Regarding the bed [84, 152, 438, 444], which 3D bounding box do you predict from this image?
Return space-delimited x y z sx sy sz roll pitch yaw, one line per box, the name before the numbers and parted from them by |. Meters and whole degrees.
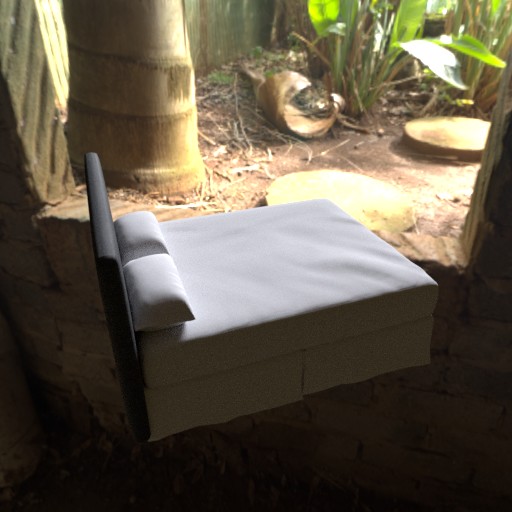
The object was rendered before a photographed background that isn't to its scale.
bed | 0.000 0.000 3.248 2.142 1.330 1.723 -11 32 -17
